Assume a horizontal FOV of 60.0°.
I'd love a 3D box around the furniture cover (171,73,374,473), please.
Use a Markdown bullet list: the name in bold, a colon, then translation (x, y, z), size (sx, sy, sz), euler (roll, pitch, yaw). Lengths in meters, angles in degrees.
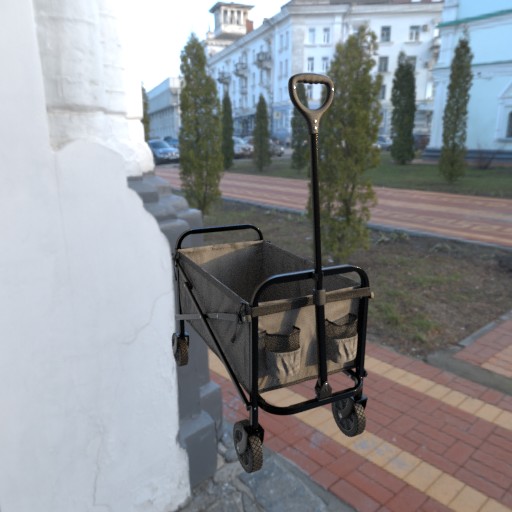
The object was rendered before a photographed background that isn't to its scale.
- **furniture cover**: translation (0.000, 0.000, 1.796), size (0.532, 1.295, 1.038), euler (-7, 17, -25)
